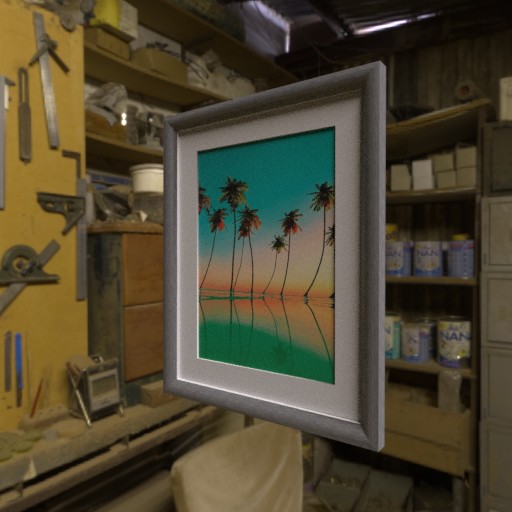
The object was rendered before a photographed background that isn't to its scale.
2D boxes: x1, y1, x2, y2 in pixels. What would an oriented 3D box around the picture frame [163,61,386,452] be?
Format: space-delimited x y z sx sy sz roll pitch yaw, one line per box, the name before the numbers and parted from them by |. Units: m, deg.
picture frame | 0.000 0.000 0.777 0.454 0.559 0.029 0 1 36
